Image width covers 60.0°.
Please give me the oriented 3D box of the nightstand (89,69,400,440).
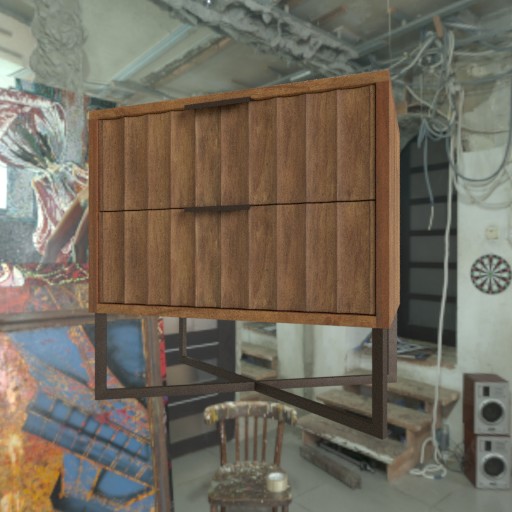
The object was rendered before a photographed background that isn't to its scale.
[{"bbox_3d":[0.000,0.000,1.021,0.613,0.615,0.427,0,0,20],"label":"nightstand"}]
